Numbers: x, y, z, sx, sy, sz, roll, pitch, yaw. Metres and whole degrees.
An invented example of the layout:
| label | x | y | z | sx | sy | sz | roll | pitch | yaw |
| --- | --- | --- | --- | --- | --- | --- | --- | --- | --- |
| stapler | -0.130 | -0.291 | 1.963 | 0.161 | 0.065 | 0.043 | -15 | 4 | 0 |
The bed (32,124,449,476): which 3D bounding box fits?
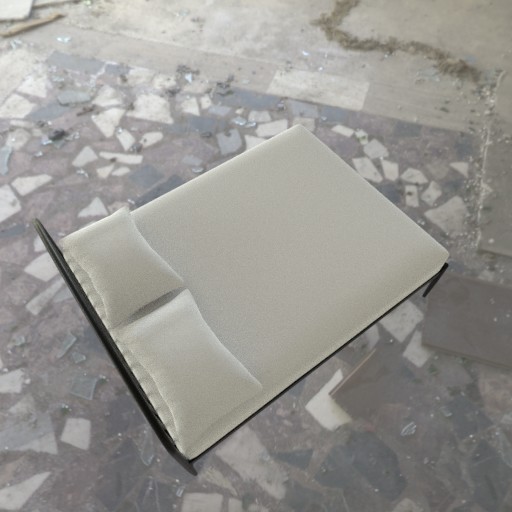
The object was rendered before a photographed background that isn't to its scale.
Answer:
| label | x | y | z | sx | sy | sz | roll | pitch | yaw |
| --- | --- | --- | --- | --- | --- | --- | --- | --- | --- |
| bed | 0.000 | 0.000 | 2.984 | 2.159 | 1.166 | 1.618 | -32 | 63 | -18 |
